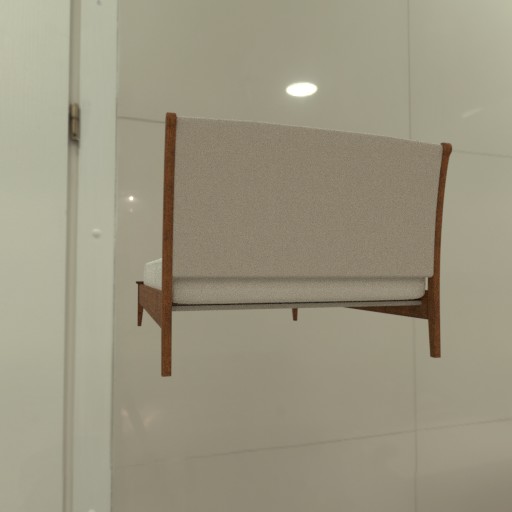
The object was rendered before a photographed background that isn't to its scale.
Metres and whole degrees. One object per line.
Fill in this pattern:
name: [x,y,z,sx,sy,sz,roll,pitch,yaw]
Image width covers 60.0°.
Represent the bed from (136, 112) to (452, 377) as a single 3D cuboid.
bed: [0.000,0.000,3.047,1.502,1.135,2.108,1,-2,-18]
